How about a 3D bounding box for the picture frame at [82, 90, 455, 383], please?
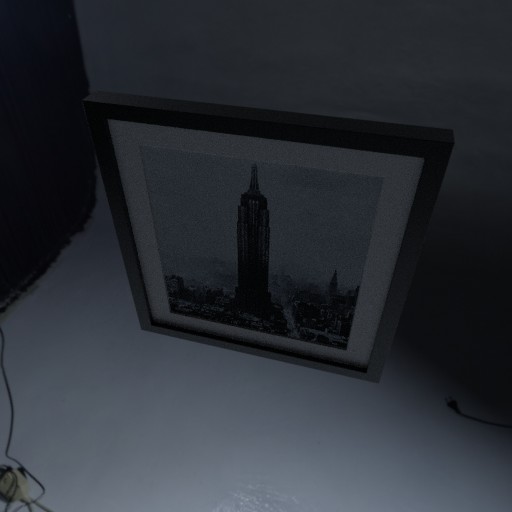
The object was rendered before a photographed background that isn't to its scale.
[{"bbox_3d":[0.000,0.000,0.533,0.355,0.353,0.029,10,42,12],"label":"picture frame"}]
